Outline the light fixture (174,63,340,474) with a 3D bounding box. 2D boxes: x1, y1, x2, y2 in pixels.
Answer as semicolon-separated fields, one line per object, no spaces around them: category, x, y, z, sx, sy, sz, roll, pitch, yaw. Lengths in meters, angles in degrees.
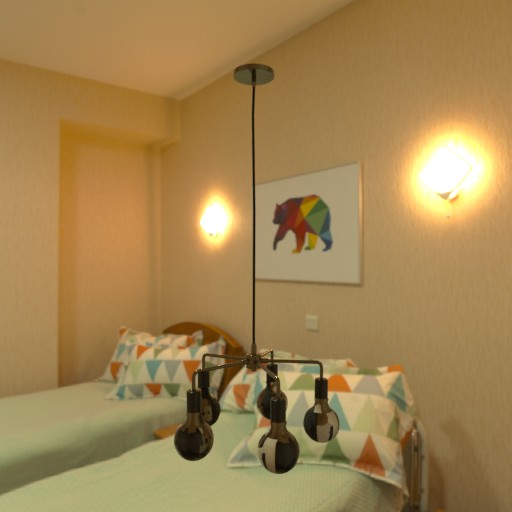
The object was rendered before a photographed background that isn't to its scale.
light fixture;0.000;0.000;1.203;0.438;0.988;0.421;0;-1;18
